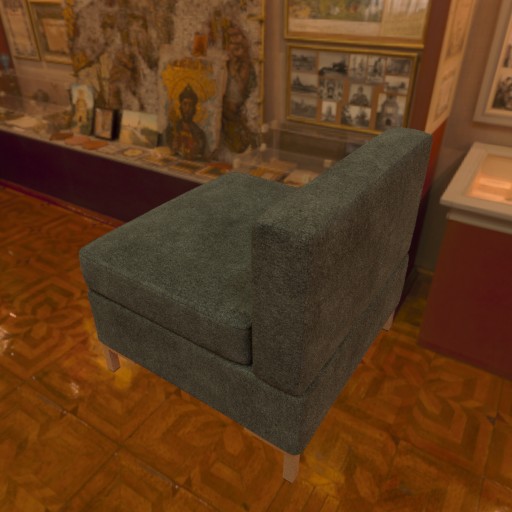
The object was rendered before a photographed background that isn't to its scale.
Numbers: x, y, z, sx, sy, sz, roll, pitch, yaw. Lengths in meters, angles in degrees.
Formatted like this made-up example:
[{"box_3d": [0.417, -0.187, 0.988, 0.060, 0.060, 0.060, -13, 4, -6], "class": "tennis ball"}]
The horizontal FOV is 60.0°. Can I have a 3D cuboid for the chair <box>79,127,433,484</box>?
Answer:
[{"box_3d": [0.000, 0.000, 1.217, 0.680, 0.660, 0.680, 20, 37, 28], "class": "chair"}]
